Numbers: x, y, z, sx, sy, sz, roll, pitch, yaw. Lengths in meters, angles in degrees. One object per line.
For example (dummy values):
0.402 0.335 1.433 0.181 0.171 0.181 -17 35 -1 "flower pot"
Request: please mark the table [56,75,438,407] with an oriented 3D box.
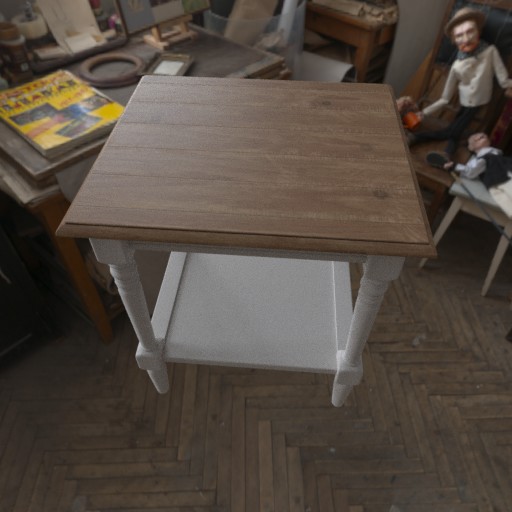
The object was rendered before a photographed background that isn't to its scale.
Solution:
0.000 0.000 0.937 0.508 0.561 0.457 3 47 3 "table"
